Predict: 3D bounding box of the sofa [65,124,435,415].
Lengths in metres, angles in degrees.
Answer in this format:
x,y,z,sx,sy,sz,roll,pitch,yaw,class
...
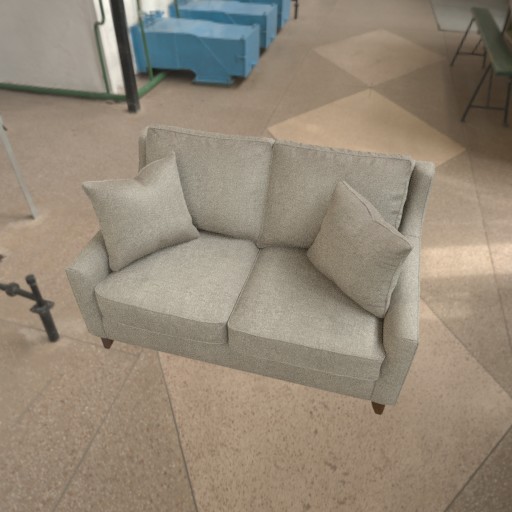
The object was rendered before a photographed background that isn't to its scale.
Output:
x,y,z,sx,sy,sz,roll,pitch,yaw,class
0.000,0.000,2.015,1.422,0.863,0.915,10,42,12,sofa
